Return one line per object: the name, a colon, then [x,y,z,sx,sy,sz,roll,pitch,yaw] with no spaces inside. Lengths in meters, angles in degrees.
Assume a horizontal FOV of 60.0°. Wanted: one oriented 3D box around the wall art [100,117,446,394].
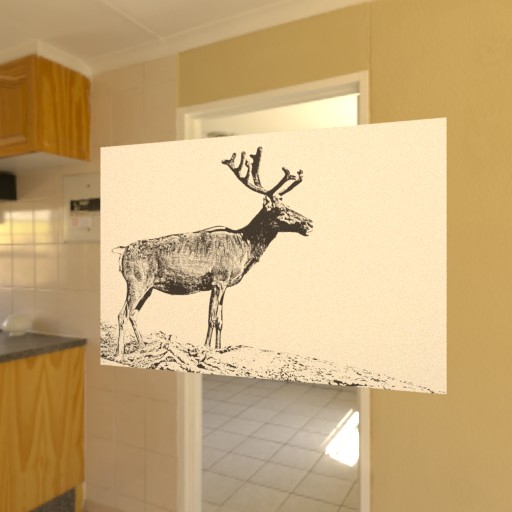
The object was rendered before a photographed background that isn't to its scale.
wall art: [0.000,0.000,0.772,0.608,0.414,0.042,0,0,18]
